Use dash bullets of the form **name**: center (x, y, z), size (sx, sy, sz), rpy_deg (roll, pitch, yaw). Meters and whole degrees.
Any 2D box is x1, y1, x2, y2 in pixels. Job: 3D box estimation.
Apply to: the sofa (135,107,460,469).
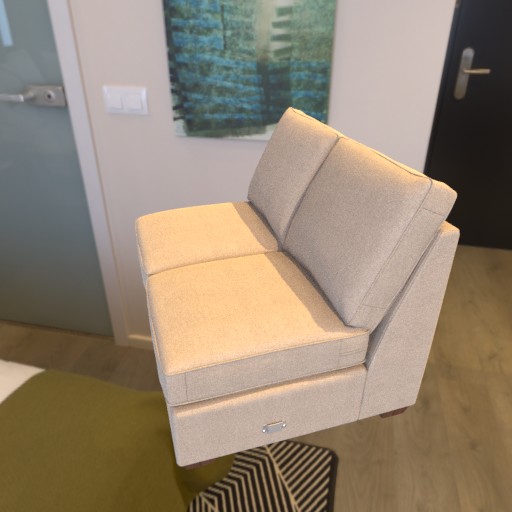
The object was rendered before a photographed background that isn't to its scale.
- **sofa**: center (0.000, 0.000, 1.935), size (0.978, 1.006, 1.232), rpy_deg (-9, 30, -15)
